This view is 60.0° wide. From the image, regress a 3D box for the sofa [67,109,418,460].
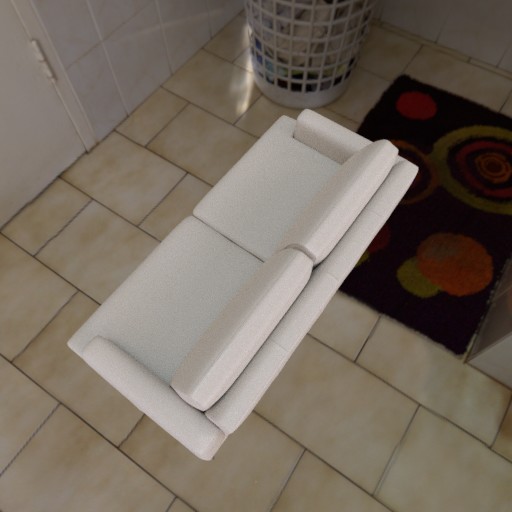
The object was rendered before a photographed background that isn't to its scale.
[{"bbox_3d":[0.000,0.000,2.434,0.974,0.765,1.940,33,68,16],"label":"sofa"}]
